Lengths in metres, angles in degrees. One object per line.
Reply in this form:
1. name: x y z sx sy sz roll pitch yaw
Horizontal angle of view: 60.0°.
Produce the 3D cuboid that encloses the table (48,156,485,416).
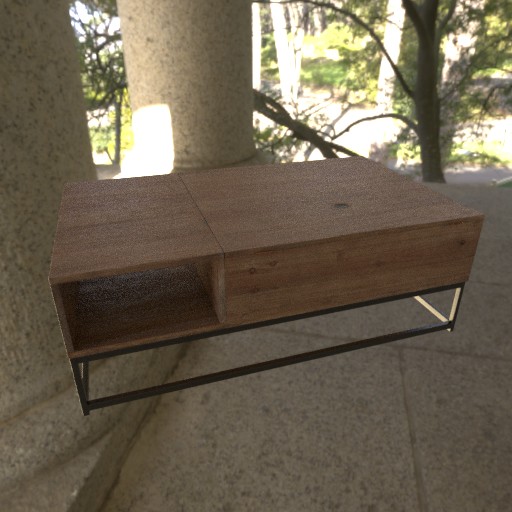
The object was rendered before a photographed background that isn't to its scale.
1. table: 0.000 0.000 1.415 1.101 0.395 0.655 -9 29 -16
